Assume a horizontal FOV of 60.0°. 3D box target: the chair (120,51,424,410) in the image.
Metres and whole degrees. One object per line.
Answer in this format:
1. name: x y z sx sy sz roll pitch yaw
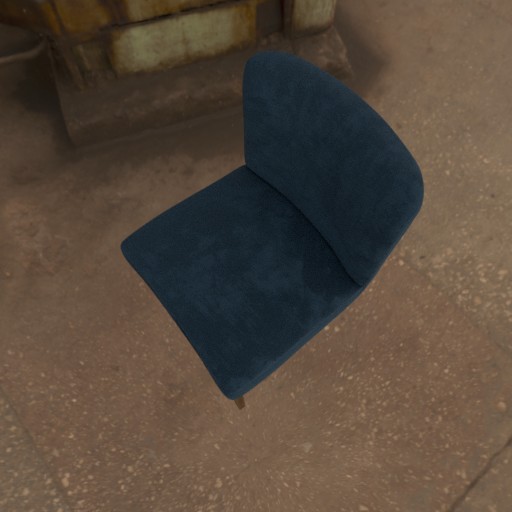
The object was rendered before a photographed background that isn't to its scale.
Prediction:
1. chair: 0.000 0.000 1.190 0.560 0.824 0.530 -35 70 -15
